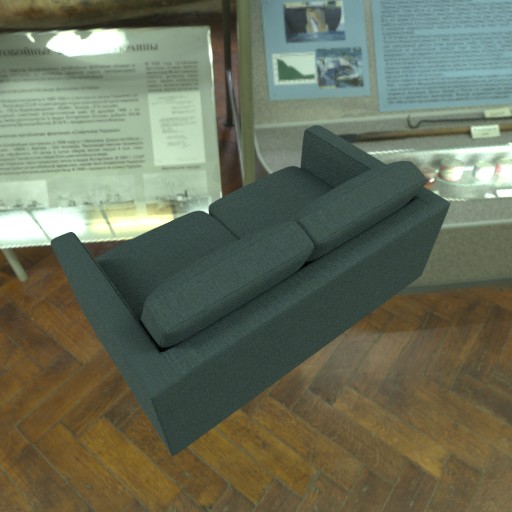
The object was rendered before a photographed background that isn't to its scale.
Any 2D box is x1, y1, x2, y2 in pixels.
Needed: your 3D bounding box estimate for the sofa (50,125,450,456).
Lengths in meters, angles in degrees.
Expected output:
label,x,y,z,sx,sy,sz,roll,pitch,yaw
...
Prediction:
label,x,y,z,sx,sy,sz,roll,pitch,yaw
sofa,0.000,0.000,2.280,1.659,0.907,0.999,-29,53,-25
